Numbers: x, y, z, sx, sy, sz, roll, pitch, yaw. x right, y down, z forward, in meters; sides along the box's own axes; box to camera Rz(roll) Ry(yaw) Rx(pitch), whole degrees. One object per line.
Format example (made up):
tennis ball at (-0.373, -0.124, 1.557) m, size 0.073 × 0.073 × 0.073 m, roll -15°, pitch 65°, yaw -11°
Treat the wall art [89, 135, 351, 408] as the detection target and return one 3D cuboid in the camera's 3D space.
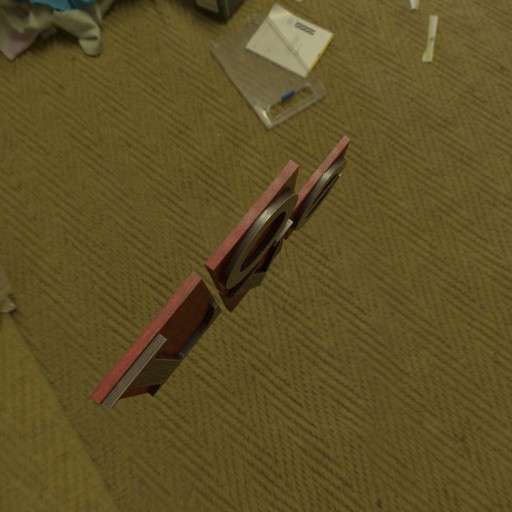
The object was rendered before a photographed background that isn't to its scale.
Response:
wall art at (0.000, 0.000, 0.847) m, size 0.030 × 0.497 × 0.635 m, roll 37°, pitch 79°, yaw 9°
